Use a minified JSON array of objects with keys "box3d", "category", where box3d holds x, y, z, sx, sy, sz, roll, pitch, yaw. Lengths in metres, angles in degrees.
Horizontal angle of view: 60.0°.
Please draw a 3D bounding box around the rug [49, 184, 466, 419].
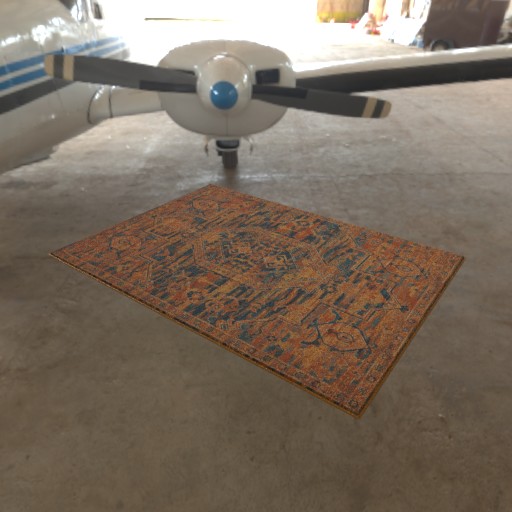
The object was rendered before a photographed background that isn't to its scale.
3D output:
[{"box3d":[0.000,0.000,2.877,2.204,0.024,1.588,20,36,31],"category":"rug"}]
